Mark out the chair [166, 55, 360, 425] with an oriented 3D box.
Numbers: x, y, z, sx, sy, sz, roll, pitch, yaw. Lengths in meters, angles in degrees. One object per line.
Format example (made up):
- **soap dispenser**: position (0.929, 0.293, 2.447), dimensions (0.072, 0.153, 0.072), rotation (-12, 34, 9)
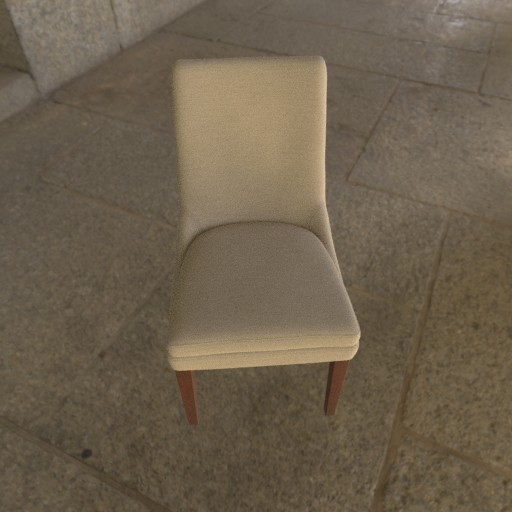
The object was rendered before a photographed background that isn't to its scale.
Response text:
- **chair**: position (0.000, 0.000, 1.326), dimensions (0.515, 0.940, 0.638), rotation (-3, 47, -3)
